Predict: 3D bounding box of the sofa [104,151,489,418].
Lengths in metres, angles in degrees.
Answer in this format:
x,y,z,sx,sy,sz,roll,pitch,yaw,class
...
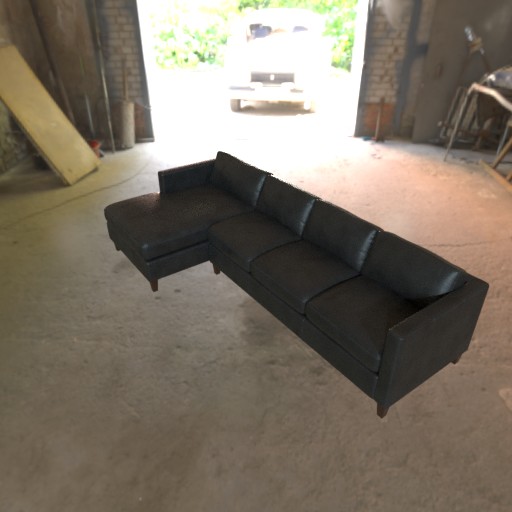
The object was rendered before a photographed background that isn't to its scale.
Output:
x,y,z,sx,sy,sz,roll,pitch,yaw,class
0.000,0.000,3.836,1.581,0.883,3.203,-21,38,-30,sofa
